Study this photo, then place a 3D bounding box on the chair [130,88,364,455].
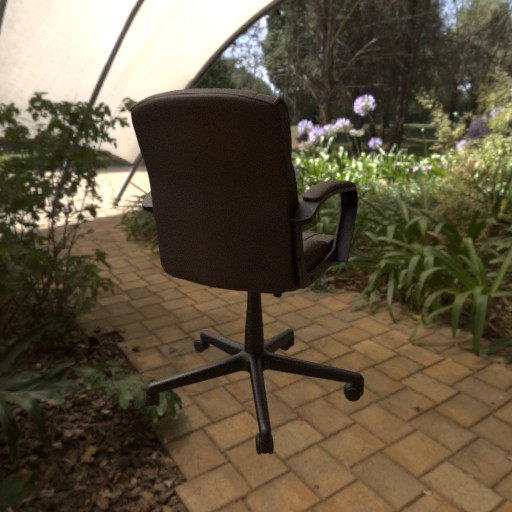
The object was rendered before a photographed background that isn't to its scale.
[{"bbox_3d":[0.000,0.000,1.490,0.739,1.004,0.717,8,17,26],"label":"chair"}]
